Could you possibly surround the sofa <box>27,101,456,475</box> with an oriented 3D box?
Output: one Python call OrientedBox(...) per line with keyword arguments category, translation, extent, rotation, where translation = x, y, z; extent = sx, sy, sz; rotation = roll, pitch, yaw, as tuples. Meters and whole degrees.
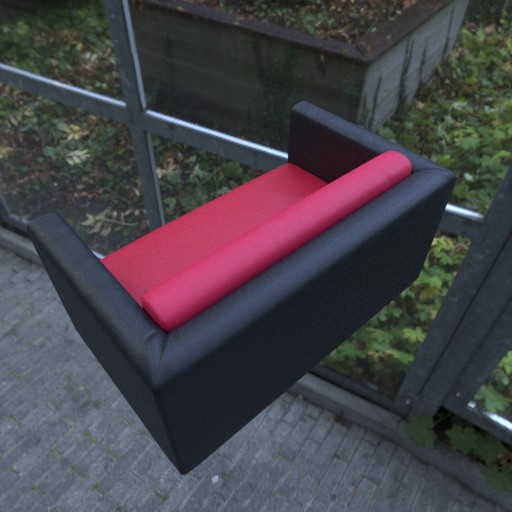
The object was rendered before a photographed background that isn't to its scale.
OrientedBox(category="sofa", translation=(0.000, 0.000, 1.857), extent=(1.410, 0.735, 0.845), rotation=(-32, 53, -28))
